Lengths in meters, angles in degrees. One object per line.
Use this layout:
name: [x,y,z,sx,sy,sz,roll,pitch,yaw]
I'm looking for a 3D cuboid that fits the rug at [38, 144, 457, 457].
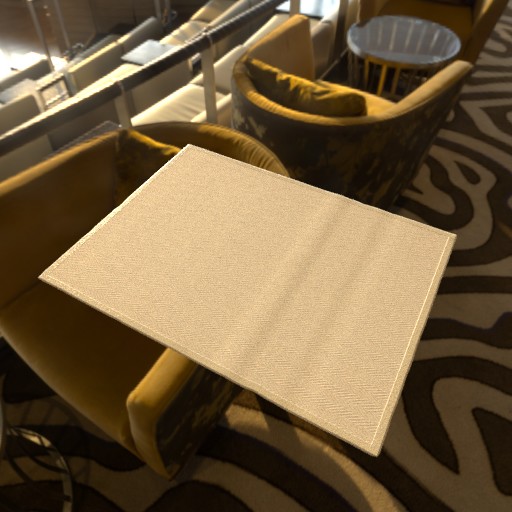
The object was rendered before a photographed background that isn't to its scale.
rug: [0.000,0.000,4.784,3.659,0.037,2.734,23,52,19]
